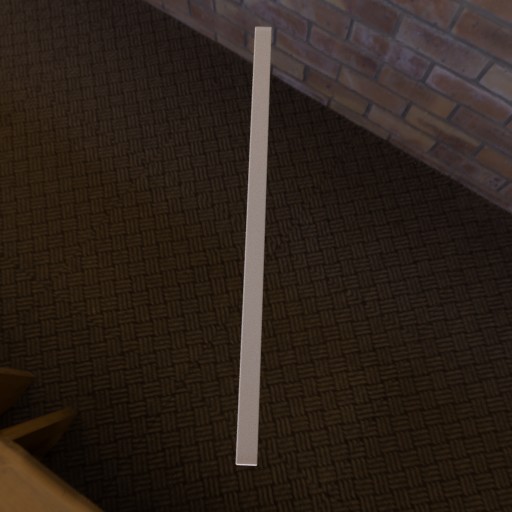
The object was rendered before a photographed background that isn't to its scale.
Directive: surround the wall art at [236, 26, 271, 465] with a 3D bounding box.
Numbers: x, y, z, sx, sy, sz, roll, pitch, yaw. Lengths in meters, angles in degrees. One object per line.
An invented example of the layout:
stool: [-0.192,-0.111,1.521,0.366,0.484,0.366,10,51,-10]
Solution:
wall art: [0.000,0.000,1.180,0.037,0.609,0.916,2,75,1]
